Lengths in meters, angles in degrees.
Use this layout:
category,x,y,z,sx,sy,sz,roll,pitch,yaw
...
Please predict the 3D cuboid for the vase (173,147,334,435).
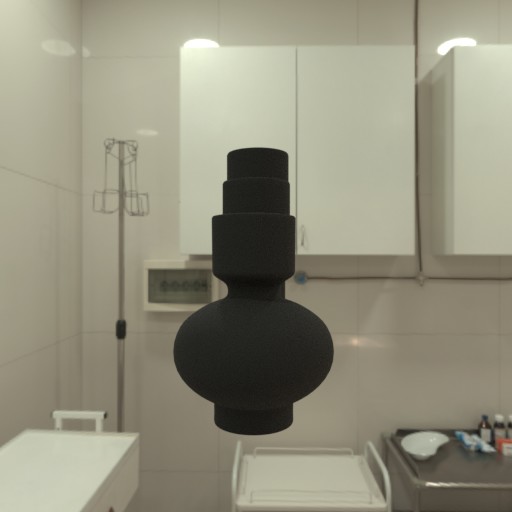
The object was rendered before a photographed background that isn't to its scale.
category,x,y,z,sx,sy,sz,roll,pitch,yaw
vase,0.000,0.000,0.429,0.120,0.249,0.307,0,0,1
